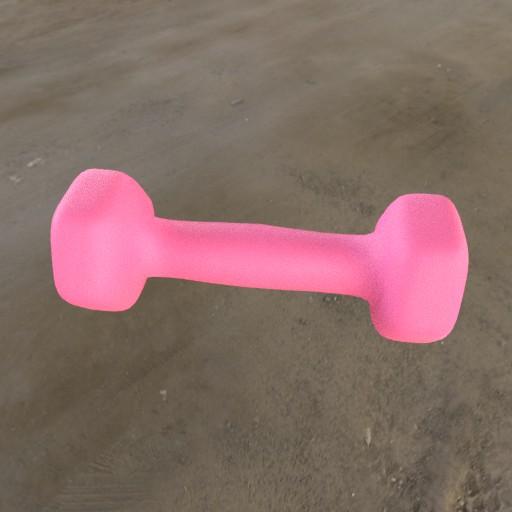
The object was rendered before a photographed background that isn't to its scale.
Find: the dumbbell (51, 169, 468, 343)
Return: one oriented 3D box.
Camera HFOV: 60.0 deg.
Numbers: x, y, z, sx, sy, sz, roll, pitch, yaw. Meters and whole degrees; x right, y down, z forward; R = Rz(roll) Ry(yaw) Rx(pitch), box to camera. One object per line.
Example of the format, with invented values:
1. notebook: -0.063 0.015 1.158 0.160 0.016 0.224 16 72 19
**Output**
1. dumbbell: 0.000 0.000 0.170 0.146 0.053 0.058 6 47 5
